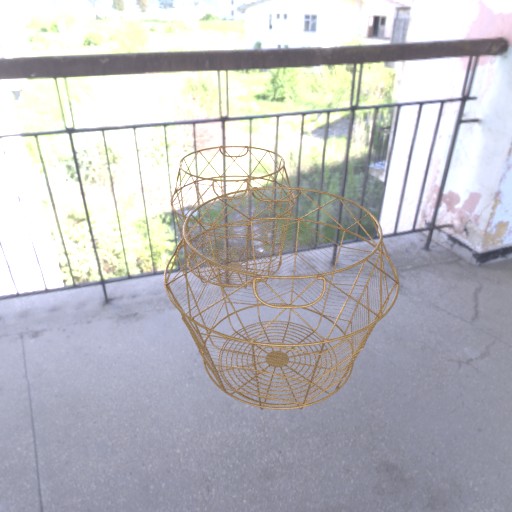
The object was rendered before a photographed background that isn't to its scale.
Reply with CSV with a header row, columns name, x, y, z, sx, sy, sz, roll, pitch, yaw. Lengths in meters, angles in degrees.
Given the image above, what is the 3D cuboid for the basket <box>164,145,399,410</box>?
name,x,y,z,sx,sy,sz,roll,pitch,yaw
basket,0.000,0.000,1.056,0.451,0.343,0.805,-8,32,-13
